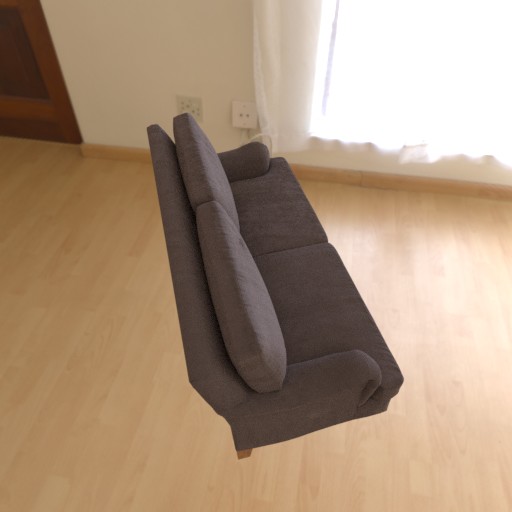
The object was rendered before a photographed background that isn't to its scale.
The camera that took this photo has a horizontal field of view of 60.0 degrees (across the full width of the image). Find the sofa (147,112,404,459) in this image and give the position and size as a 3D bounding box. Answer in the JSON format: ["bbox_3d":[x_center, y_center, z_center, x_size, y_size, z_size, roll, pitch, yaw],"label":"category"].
[{"bbox_3d":[0.000,0.000,2.877,1.086,1.087,2.165,-10,47,-10],"label":"sofa"}]
